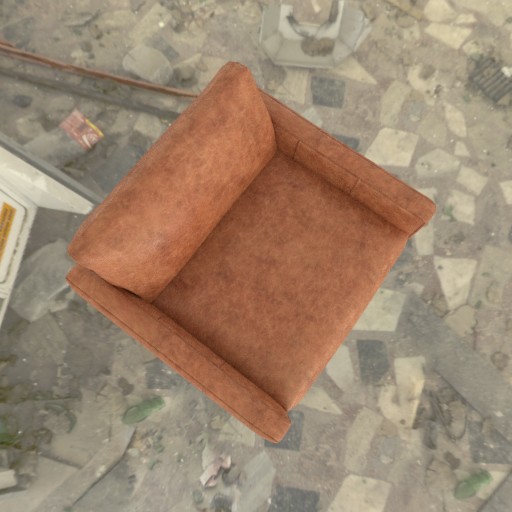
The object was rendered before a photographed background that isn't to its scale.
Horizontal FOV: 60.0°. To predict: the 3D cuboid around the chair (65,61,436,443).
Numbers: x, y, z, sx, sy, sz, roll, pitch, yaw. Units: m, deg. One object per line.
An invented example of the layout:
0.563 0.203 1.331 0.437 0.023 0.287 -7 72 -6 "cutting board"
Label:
0.000 0.000 1.626 0.862 0.869 0.967 36 79 8 "chair"
